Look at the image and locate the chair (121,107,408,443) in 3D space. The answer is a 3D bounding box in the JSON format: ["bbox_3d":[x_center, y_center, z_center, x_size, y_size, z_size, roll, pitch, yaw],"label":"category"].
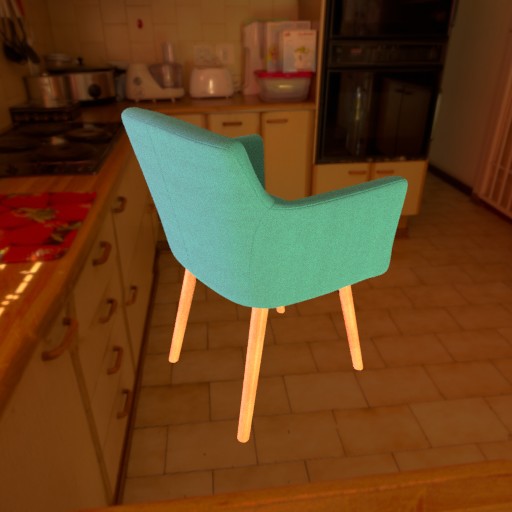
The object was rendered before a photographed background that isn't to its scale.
[{"bbox_3d":[0.000,0.000,1.188,0.540,0.780,0.570,-19,33,-32],"label":"chair"}]
